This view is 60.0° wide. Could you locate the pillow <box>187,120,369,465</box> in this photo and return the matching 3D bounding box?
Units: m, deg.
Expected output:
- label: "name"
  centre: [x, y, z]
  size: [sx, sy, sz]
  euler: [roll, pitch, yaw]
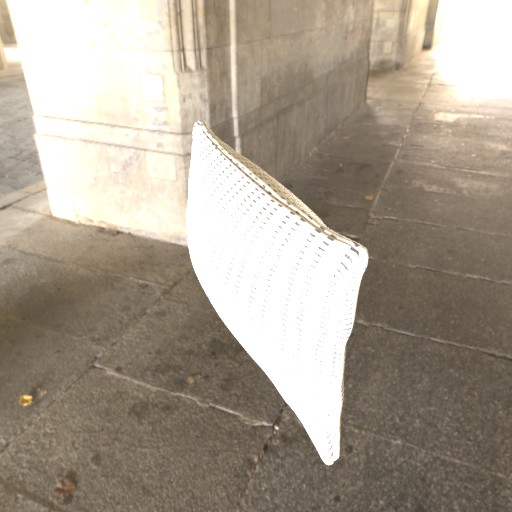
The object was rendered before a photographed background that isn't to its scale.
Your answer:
- label: "pillow"
  centre: [0.000, 0.000, 0.807]
  size: [0.210, 0.353, 0.640]
  euler: [-12, 32, -19]
